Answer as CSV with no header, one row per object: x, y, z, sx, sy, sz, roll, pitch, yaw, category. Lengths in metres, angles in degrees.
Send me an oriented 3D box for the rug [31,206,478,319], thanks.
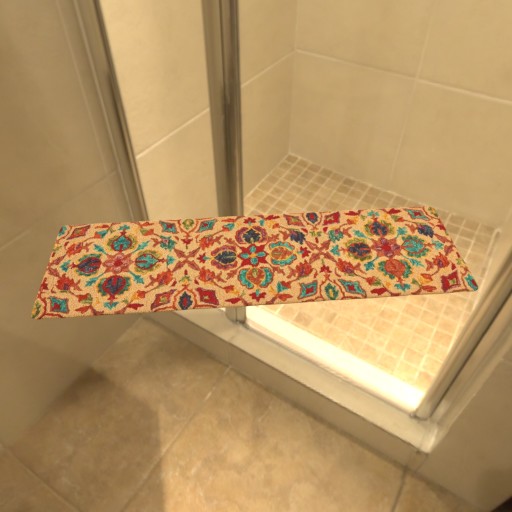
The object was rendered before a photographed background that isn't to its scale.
0.000,0.000,2.468,2.273,0.016,0.693,-3,46,-3,rug
